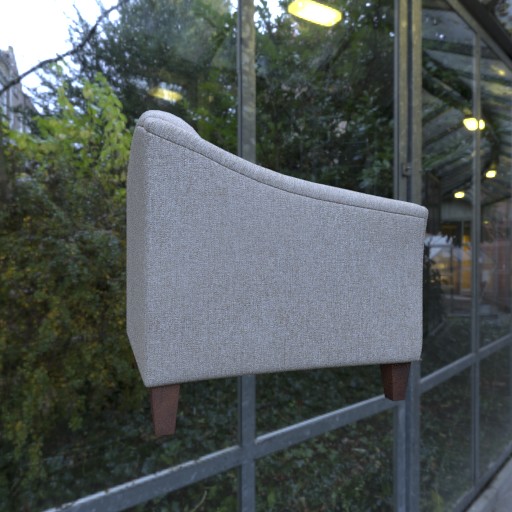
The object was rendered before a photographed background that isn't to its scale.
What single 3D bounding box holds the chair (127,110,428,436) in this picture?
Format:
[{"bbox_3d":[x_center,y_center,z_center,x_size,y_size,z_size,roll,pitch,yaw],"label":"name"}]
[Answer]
[{"bbox_3d":[0.000,0.000,1.462,0.787,0.839,0.763,0,0,-19],"label":"chair"}]
